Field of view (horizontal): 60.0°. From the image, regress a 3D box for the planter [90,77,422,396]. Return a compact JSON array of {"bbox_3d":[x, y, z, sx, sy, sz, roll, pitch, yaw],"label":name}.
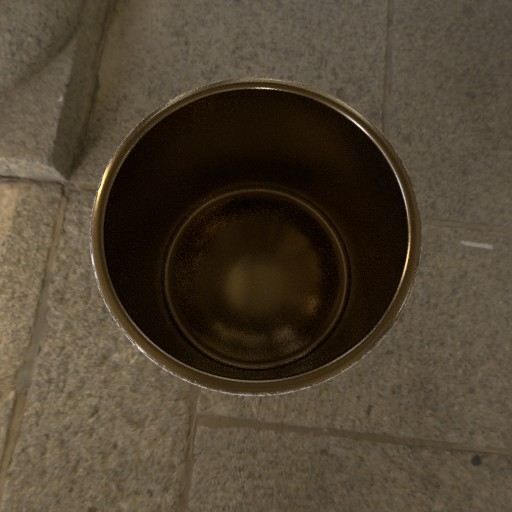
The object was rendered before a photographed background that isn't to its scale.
[{"bbox_3d":[0.000,0.000,0.438,0.254,0.221,0.254,0,77,0],"label":"planter"}]
